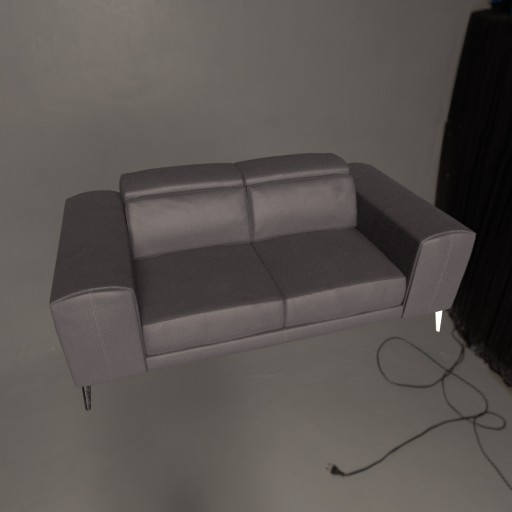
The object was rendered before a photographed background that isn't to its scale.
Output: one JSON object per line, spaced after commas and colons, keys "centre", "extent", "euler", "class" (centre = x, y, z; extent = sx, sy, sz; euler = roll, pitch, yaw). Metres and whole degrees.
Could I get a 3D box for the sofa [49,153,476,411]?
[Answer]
{"centre": [0.000, 0.000, 2.354], "extent": [1.895, 0.779, 1.003], "euler": [-9, 32, -14], "class": "sofa"}
